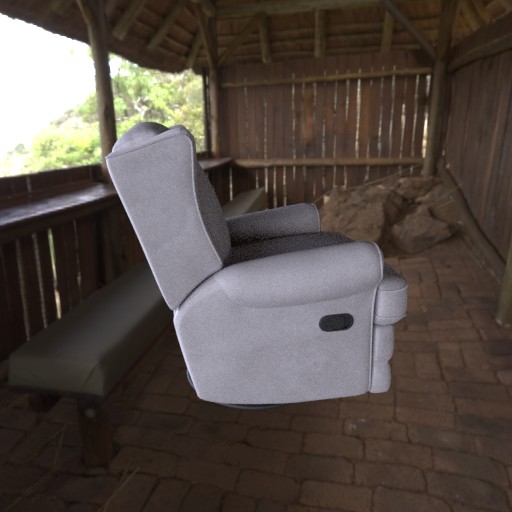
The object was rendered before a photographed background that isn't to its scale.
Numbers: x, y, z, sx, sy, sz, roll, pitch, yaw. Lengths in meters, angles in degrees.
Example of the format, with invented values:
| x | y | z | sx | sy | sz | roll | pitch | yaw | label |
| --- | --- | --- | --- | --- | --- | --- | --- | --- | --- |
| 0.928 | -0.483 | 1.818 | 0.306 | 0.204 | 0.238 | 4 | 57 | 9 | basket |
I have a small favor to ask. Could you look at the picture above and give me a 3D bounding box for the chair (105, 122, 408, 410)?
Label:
| x | y | z | sx | sy | sz | roll | pitch | yaw | label |
| --- | --- | --- | --- | --- | --- | --- | --- | --- | --- |
| 0.000 | 0.000 | 1.741 | 0.969 | 1.011 | 0.847 | -3 | 18 | -9 | chair |
